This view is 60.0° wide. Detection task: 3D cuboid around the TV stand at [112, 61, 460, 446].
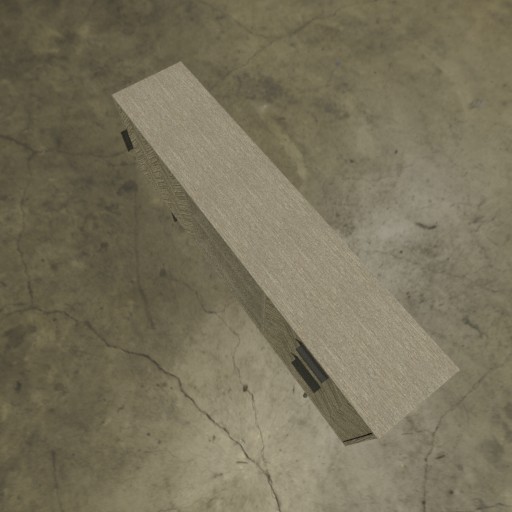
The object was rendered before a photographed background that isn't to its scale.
[{"bbox_3d":[0.000,0.000,2.121,0.405,0.787,1.804,-33,69,-15],"label":"TV stand"}]
